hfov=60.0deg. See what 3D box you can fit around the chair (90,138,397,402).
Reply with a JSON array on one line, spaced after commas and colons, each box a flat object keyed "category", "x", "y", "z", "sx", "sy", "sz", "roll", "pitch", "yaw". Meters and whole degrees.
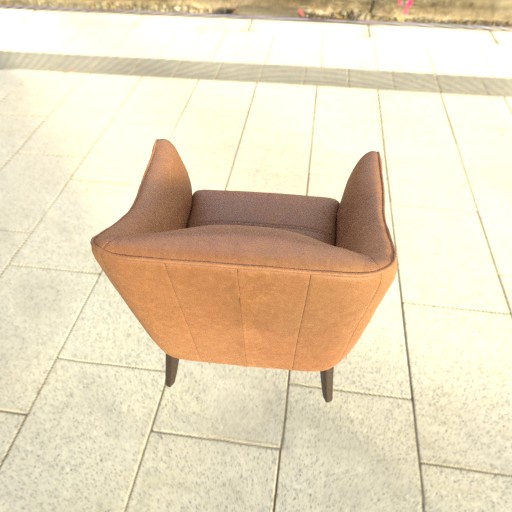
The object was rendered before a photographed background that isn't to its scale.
[{"category": "chair", "x": 0.000, "y": 0.000, "z": 1.551, "sx": 0.871, "sy": 0.830, "sz": 0.852, "roll": 4, "pitch": 47, "yaw": 4}]
